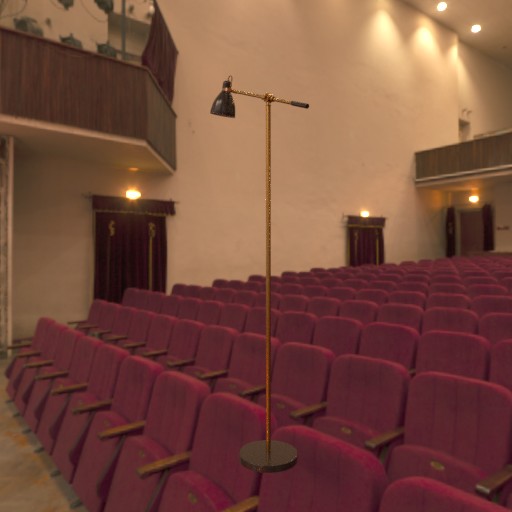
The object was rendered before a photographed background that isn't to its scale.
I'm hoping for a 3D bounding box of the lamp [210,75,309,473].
[{"bbox_3d":[0.000,0.000,1.846,0.235,1.628,0.618,0,0,-37],"label":"lamp"}]
